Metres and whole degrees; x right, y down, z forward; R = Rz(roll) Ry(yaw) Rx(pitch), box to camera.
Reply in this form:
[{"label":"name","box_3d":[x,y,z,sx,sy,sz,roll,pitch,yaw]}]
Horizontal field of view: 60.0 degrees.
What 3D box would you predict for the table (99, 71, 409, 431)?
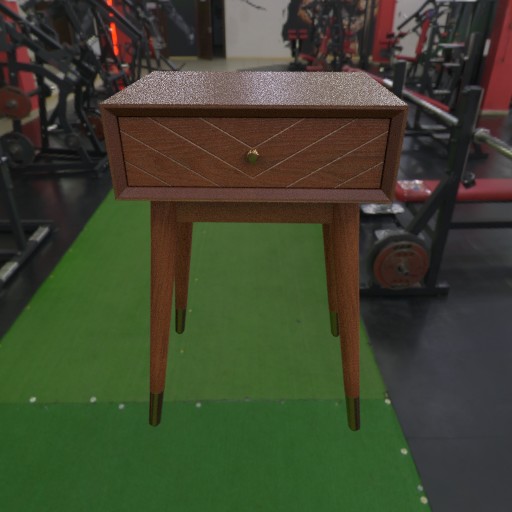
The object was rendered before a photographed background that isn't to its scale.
[{"label":"table","box_3d":[0.000,0.000,0.823,0.406,0.599,0.300,1,30,1]}]
